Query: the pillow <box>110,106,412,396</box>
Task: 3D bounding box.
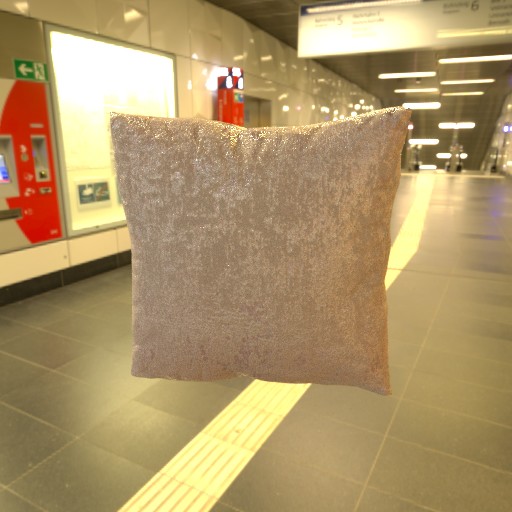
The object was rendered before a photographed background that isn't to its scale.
[{"bbox_3d":[0.000,0.000,0.707,0.450,0.448,0.245,2,15,9],"label":"pillow"}]
